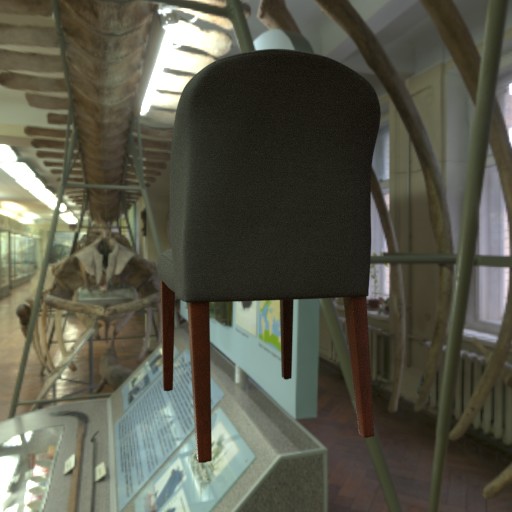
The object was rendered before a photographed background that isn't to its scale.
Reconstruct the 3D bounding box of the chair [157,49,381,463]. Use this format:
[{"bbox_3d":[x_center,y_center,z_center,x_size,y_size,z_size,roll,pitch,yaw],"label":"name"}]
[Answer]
[{"bbox_3d":[0.000,0.000,1.237,0.506,0.879,0.619,0,0,-19],"label":"chair"}]
